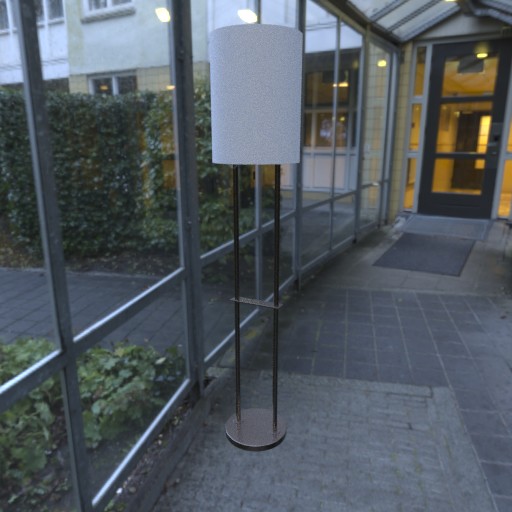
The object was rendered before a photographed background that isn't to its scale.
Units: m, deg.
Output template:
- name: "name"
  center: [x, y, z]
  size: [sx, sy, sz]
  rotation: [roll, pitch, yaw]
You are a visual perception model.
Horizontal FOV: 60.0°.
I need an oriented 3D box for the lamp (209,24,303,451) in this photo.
- name: "lamp"
  center: [0.000, 0.000, 1.648]
  size: [0.306, 1.500, 0.305]
  rotation: [7, 16, 25]
